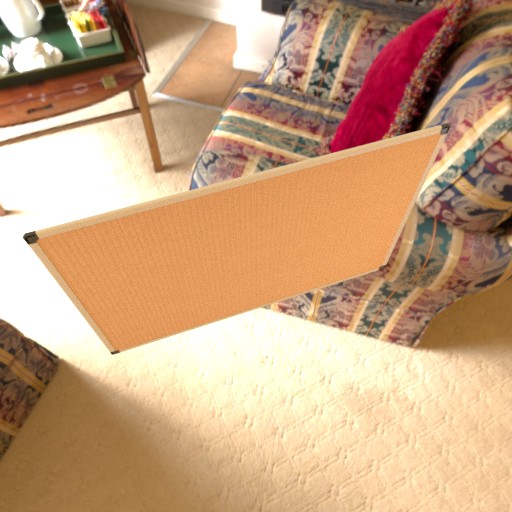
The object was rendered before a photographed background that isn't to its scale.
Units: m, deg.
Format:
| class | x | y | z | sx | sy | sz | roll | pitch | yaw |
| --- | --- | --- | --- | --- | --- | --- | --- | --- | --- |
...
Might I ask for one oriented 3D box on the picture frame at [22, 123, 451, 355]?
| class | x | y | z | sx | sy | sz | roll | pitch | yaw |
| --- | --- | --- | --- | --- | --- | --- | --- | --- | --- |
| picture frame | 0.000 | 0.000 | 1.133 | 0.900 | 0.600 | 0.010 | -17 | 59 | -10 |
